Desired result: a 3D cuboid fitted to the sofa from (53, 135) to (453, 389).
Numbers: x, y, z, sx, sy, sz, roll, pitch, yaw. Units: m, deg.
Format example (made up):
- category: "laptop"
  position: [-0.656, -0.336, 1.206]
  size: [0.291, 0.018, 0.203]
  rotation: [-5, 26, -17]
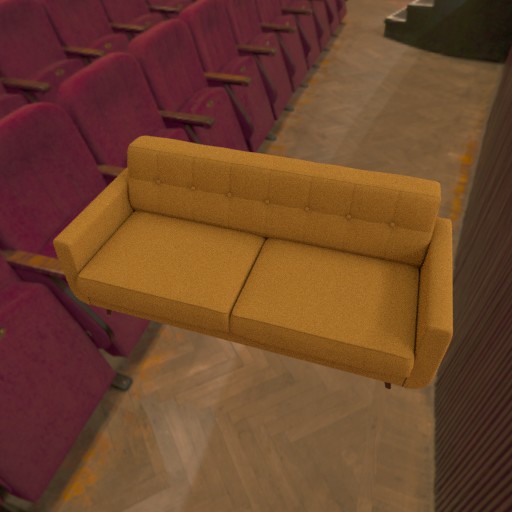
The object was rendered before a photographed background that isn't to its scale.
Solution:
- category: "sofa"
  position: [0.000, 0.000, 2.504]
  size: [2.029, 0.841, 0.909]
  rotation: [12, 43, 13]
